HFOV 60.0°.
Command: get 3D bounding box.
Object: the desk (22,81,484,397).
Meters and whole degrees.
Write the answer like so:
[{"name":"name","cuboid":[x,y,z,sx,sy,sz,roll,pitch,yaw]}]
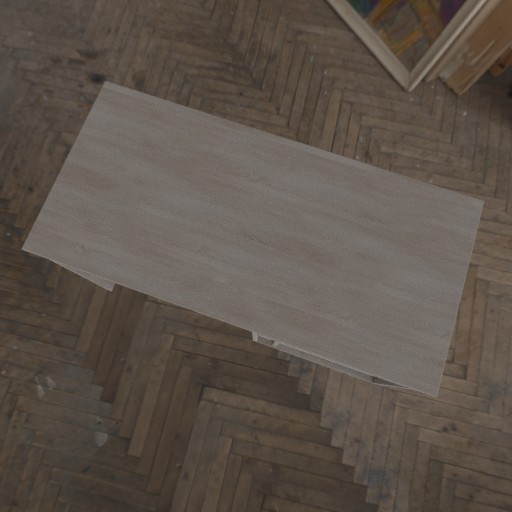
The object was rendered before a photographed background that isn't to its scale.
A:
[{"name":"desk","cuboid":[0.000,0.000,1.693,1.251,0.770,0.600,19,77,5]}]
